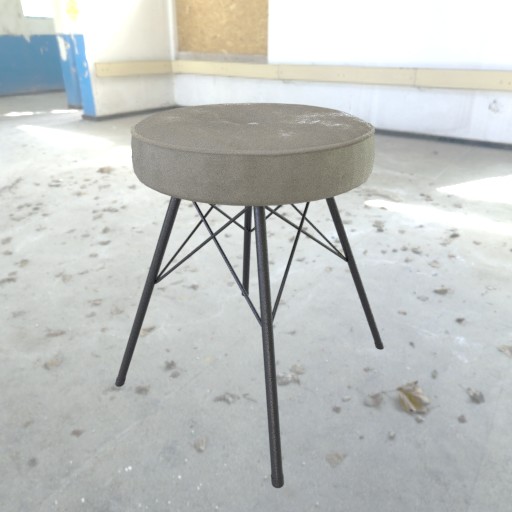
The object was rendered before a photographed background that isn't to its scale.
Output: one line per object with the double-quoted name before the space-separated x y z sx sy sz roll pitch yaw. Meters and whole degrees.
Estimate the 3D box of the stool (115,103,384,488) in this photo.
"stool" 0.000 0.000 0.871 0.423 0.538 0.457 18 32 32
